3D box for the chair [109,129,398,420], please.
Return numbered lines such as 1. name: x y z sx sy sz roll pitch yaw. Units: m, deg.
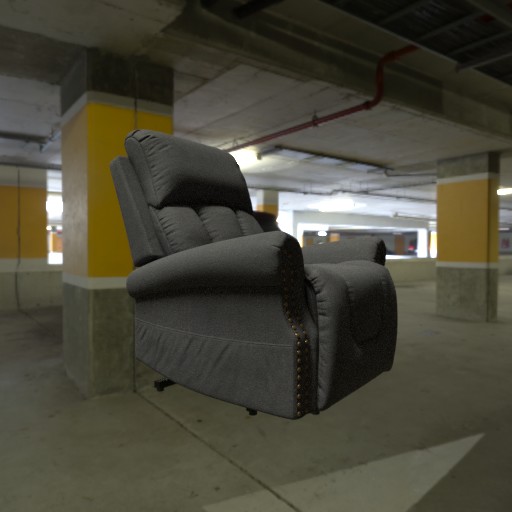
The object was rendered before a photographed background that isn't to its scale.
1. chair: 0.000 0.000 1.770 0.979 1.031 0.871 1 1 36
